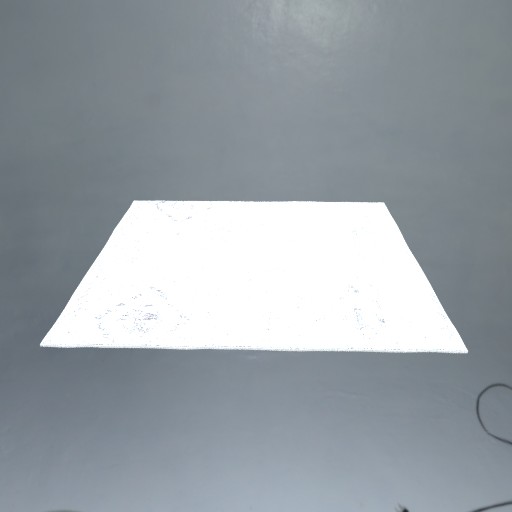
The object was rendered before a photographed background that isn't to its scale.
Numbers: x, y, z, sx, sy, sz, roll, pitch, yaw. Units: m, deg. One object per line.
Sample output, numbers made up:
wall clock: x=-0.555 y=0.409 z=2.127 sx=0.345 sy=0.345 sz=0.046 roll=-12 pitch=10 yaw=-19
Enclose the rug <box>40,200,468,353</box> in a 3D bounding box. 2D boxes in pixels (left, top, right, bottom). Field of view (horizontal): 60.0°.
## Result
rug: x=0.000 y=0.000 z=0.894 sx=0.639 sy=0.006 sz=0.548 roll=1 pitch=30 yaw=1
